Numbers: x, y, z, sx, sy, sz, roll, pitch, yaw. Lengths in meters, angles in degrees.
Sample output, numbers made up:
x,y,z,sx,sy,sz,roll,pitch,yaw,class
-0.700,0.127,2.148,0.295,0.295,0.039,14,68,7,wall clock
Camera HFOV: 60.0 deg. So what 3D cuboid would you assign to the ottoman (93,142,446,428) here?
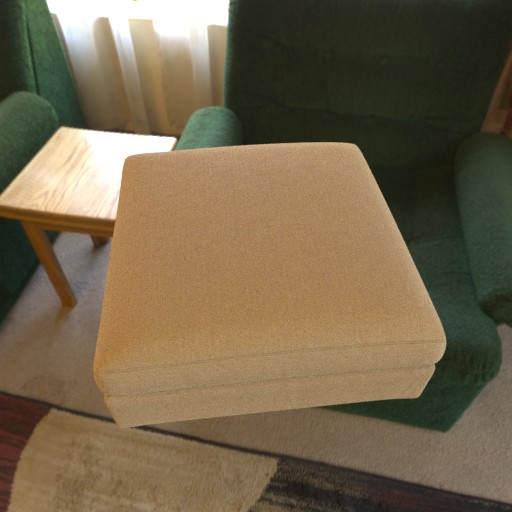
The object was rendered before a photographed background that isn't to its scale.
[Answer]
x,y,z,sx,sy,sz,roll,pitch,yaw,class
0.000,0.000,1.661,1.041,0.470,1.041,-5,48,-4,ottoman
